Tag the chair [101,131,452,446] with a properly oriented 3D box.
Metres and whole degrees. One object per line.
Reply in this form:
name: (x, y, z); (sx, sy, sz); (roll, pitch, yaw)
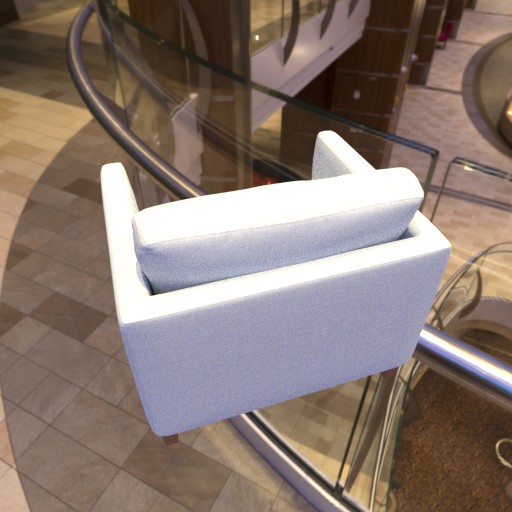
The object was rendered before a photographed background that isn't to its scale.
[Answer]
chair: (0.000, 0.000, 1.833); (1.107, 0.961, 0.953); (-12, 42, -14)
